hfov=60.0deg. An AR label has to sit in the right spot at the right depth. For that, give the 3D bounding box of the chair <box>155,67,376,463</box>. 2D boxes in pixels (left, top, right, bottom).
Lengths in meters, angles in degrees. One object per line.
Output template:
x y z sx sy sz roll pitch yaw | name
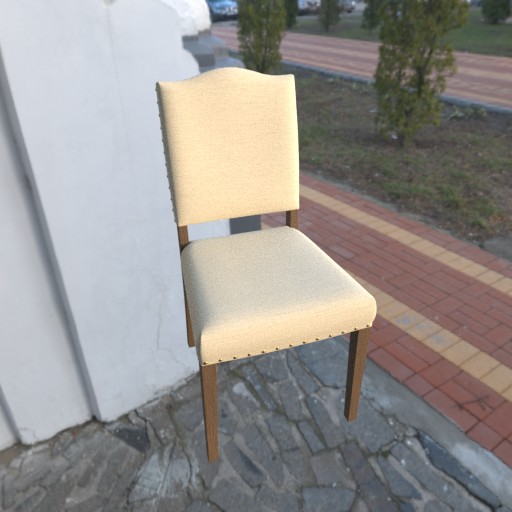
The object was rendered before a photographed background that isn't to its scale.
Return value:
0.000 0.000 1.376 0.508 1.015 0.619 -10 32 -16 | chair
